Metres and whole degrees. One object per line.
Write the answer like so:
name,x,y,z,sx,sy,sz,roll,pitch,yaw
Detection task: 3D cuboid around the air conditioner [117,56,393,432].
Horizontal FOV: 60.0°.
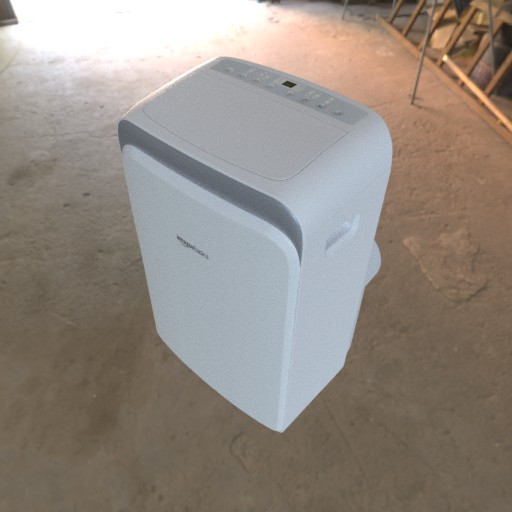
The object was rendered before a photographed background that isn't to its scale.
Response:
air conditioner,0.000,0.000,0.950,0.454,0.700,0.365,32,54,26
